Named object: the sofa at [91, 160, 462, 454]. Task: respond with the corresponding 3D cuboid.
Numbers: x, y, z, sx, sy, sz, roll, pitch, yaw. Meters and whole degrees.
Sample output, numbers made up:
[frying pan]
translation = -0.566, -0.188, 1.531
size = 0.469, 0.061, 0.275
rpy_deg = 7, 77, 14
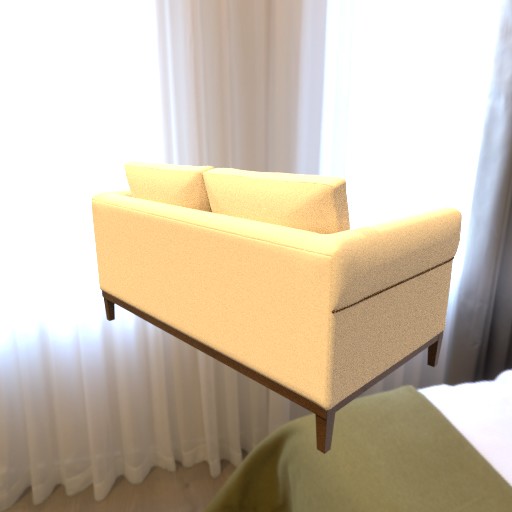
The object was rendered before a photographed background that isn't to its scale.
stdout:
[sofa]
translation = 0.000, 0.000, 2.137
size = 0.905, 0.873, 1.598
rpy_deg = -14, 21, -42
